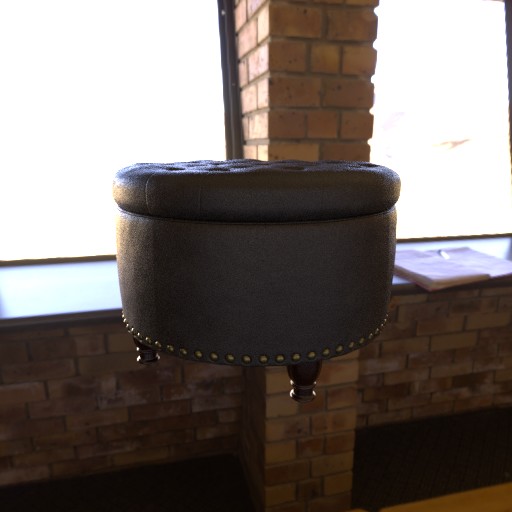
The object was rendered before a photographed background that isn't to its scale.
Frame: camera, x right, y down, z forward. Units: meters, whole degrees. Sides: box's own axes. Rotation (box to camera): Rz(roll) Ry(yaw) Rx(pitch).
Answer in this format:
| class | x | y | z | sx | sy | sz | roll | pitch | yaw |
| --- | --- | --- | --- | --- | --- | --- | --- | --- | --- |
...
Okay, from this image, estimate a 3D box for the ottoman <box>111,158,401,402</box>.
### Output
| class | x | y | z | sx | sy | sz | roll | pitch | yaw |
| --- | --- | --- | --- | --- | --- | --- | --- | --- | --- |
| ottoman | 0.000 | 0.000 | 1.060 | 0.637 | 0.442 | 0.637 | 0 | 14 | 0 |
